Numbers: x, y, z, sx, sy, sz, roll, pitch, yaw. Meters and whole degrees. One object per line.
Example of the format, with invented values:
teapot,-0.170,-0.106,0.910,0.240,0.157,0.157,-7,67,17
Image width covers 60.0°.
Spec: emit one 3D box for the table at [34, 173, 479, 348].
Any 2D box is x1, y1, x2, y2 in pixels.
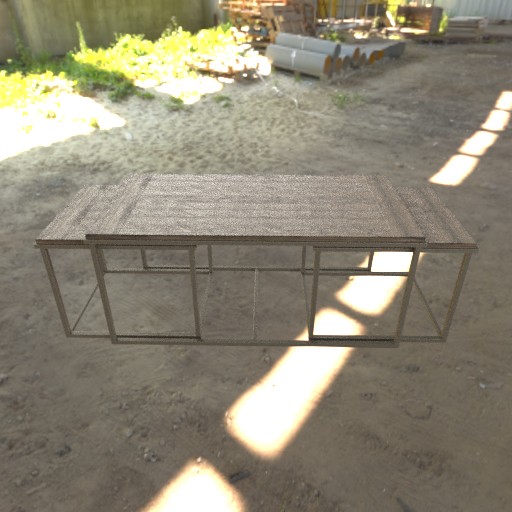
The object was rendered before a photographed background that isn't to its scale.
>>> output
table,0.000,0.000,1.573,1.312,0.427,0.489,1,32,1
